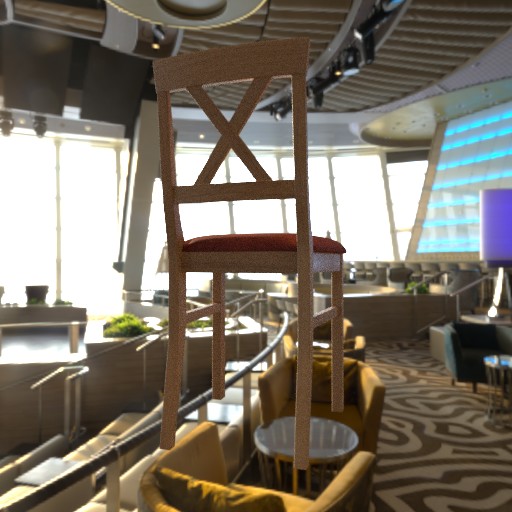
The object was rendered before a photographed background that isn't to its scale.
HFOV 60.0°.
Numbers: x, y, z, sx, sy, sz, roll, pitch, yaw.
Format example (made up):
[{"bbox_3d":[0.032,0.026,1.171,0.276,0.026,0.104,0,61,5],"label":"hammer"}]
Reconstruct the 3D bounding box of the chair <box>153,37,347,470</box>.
[{"bbox_3d":[0.000,0.000,1.196,0.439,0.912,0.492,0,-1,18],"label":"chair"}]
